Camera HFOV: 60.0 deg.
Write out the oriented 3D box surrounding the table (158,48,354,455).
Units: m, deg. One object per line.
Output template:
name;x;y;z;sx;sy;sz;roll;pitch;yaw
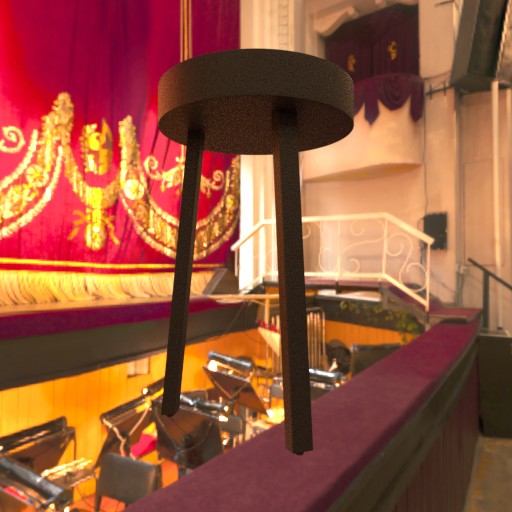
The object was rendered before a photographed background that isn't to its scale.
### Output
table;0.000;0.000;0.937;0.406;0.686;0.406;-1;-1;37
